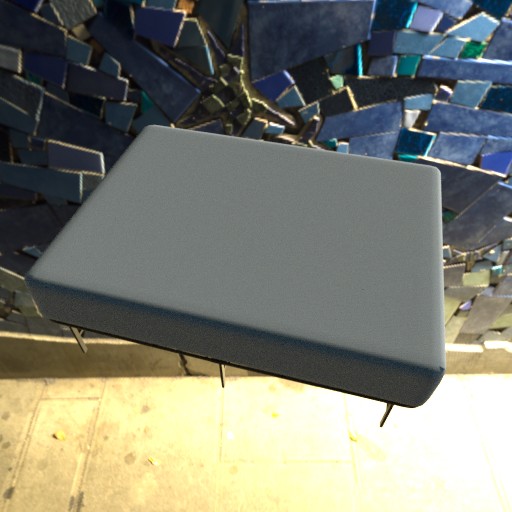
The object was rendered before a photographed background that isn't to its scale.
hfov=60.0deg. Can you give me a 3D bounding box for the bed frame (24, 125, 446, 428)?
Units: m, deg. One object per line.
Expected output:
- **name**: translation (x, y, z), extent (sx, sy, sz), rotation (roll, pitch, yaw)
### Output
- **bed frame**: translation (0.000, 0.000, 2.736), extent (2.037, 0.677, 1.528), rotation (11, 48, 10)
